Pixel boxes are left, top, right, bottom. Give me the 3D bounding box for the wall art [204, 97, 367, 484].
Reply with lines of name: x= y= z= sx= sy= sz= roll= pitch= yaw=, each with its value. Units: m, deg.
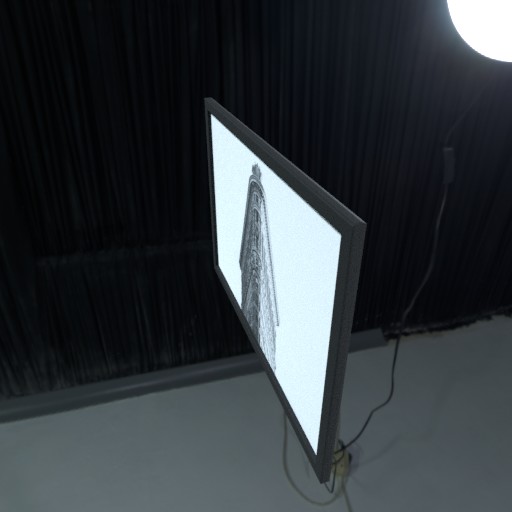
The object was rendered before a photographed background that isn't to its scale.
wall art: x=0.000 y=0.000 z=1.232 sx=0.049 sy=0.659 sz=0.964 roll=-9 pitch=32 yaw=-15
